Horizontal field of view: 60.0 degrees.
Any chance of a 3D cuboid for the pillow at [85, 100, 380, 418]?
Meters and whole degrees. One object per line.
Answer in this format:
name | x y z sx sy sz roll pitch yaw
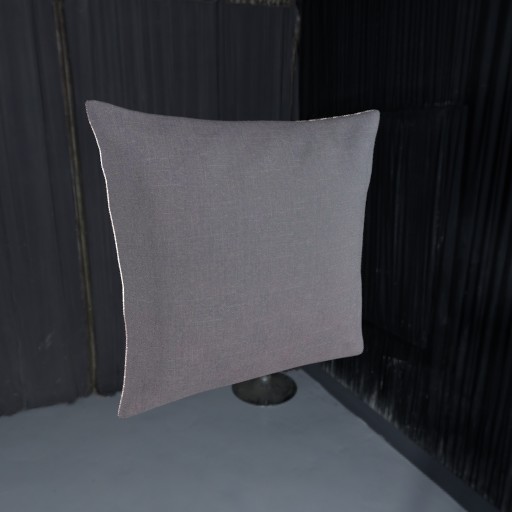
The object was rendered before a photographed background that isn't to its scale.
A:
pillow | 0.000 0.000 0.785 0.523 0.506 0.166 -8 17 -26
